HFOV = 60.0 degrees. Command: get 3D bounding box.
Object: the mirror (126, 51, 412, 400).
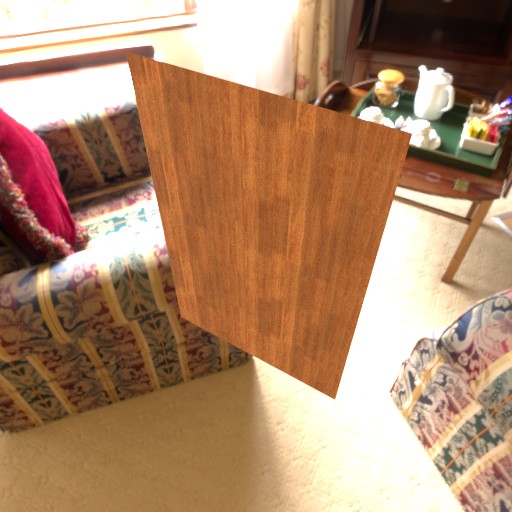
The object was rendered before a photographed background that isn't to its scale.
[{"bbox_3d":[0.000,0.000,1.251,0.651,1.010,0.047,24,51,21],"label":"mirror"}]
